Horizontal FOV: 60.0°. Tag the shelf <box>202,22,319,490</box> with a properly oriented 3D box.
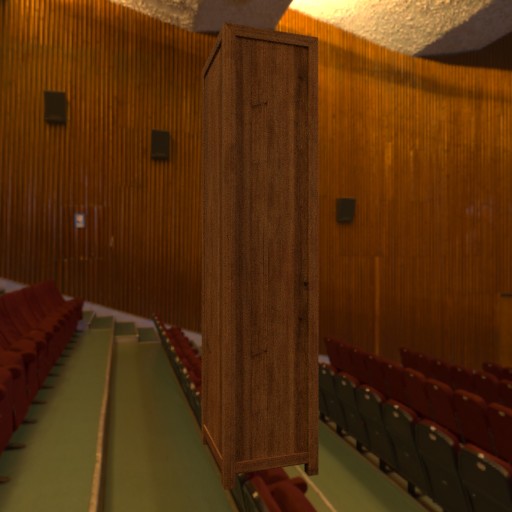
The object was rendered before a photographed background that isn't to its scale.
[{"bbox_3d":[0.000,0.000,2.101,0.428,1.900,0.500,0,0,-18],"label":"shelf"}]
